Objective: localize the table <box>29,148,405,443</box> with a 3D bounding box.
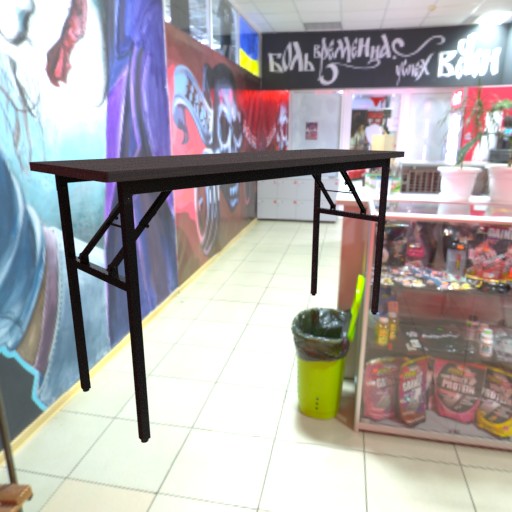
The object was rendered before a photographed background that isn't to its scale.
[{"bbox_3d":[0.000,0.000,1.695,0.449,0.750,1.399,15,21,42],"label":"table"}]
